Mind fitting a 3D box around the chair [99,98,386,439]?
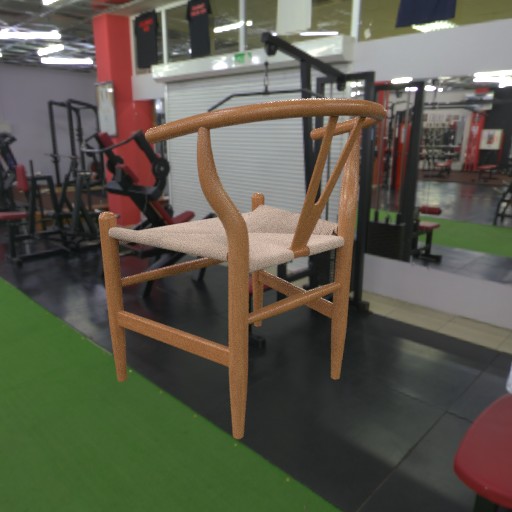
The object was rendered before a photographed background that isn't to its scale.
[{"bbox_3d":[0.000,0.000,1.132,0.569,0.730,0.579,-14,21,-41],"label":"chair"}]
